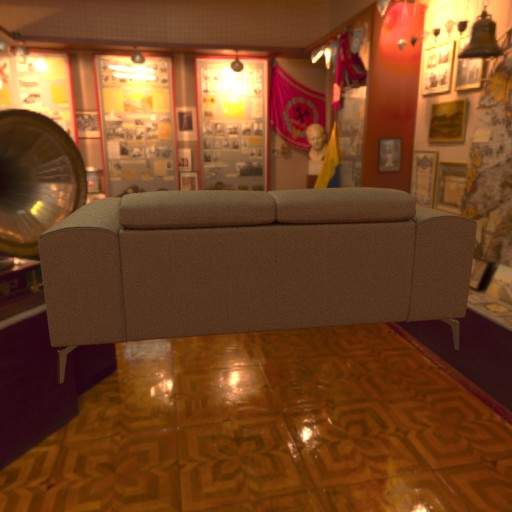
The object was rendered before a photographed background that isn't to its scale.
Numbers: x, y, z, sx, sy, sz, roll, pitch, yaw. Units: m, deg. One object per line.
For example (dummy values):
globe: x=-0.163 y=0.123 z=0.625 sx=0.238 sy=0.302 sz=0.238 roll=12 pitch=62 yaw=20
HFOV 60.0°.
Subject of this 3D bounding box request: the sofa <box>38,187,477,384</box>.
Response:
sofa: x=0.000 y=0.000 z=2.366 sx=1.895 sy=0.779 sz=1.003 roll=-2 pitch=14 yaw=-10
